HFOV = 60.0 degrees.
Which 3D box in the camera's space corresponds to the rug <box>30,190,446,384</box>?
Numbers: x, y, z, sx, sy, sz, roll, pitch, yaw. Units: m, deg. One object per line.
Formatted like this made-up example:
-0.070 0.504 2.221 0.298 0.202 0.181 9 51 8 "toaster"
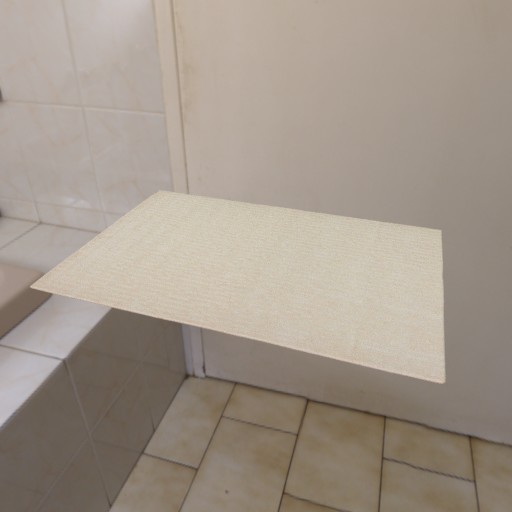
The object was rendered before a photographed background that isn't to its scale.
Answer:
0.000 0.000 2.320 1.848 0.014 1.238 10 32 16 "rug"
